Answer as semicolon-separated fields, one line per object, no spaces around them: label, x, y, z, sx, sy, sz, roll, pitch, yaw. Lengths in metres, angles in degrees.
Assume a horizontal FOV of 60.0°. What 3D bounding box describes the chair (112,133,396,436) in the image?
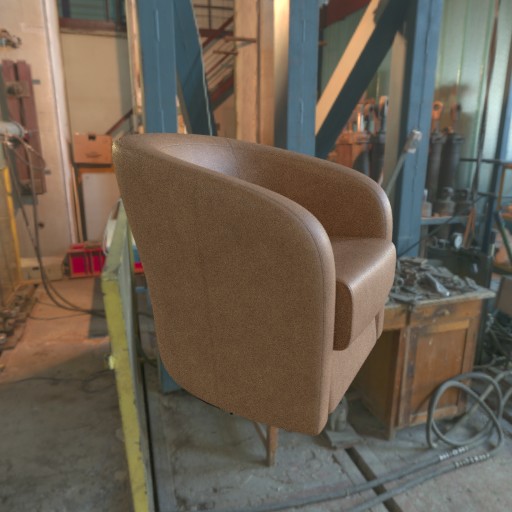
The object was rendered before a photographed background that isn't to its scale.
chair;0.000;0.000;1.437;0.815;0.771;0.791;8;17;27
